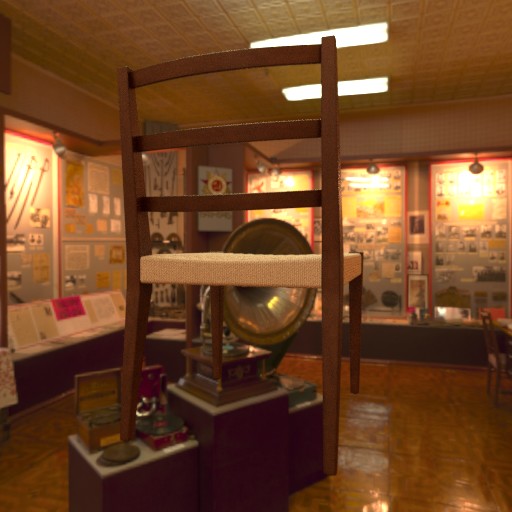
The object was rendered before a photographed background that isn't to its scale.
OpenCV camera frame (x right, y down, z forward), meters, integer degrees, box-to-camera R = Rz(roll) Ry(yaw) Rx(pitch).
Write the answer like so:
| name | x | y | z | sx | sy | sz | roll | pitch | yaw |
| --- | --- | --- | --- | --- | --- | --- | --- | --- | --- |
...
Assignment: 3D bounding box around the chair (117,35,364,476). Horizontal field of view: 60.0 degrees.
| name | x | y | z | sx | sy | sz | roll | pitch | yaw |
| --- | --- | --- | --- | --- | --- | --- | --- | --- | --- |
| chair | 0.000 | 0.000 | 1.113 | 0.480 | 0.813 | 0.551 | 0 | 1 | 19 |
